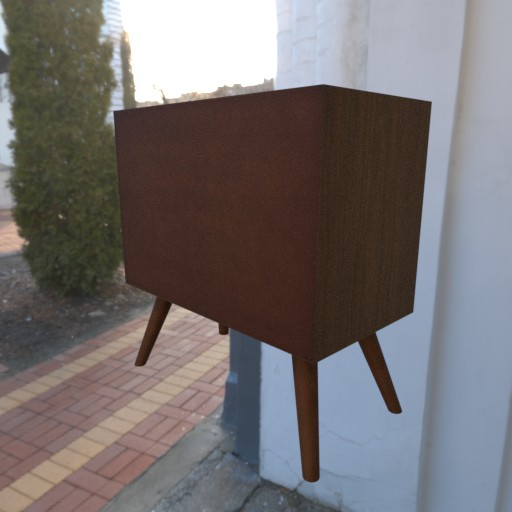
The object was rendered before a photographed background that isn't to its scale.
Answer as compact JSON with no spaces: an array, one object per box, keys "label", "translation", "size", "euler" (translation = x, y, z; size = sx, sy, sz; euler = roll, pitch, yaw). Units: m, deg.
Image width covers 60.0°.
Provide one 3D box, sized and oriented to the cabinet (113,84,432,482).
[{"label":"cabinet","translation":[0.000,0.000,1.168],"size":[0.388,0.748,0.712],"euler":[-13,19,-43]}]
